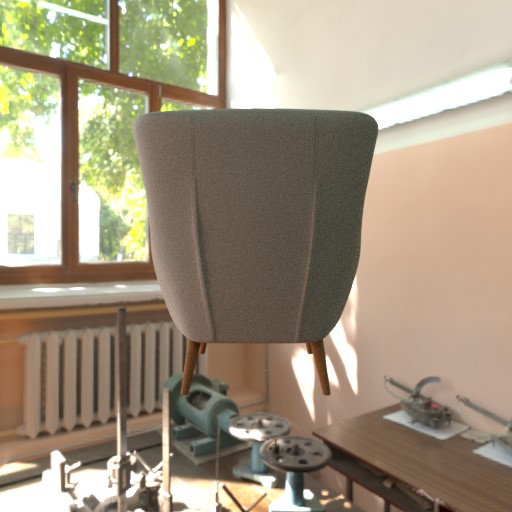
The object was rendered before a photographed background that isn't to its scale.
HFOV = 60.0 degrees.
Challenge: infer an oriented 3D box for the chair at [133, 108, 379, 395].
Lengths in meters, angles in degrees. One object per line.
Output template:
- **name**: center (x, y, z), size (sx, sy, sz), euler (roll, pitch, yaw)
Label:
- **chair**: center (0.000, 0.000, 1.672), size (0.890, 0.889, 0.889), euler (0, 0, 0)
